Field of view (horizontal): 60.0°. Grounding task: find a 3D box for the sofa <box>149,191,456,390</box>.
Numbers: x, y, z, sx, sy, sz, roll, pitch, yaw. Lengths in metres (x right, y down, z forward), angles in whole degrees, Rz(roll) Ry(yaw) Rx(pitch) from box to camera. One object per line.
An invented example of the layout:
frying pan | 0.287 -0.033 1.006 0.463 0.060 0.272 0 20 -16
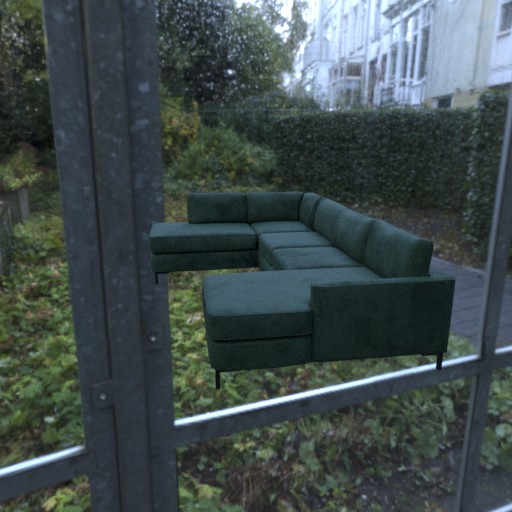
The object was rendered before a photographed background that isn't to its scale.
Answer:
sofa | 0.000 0.000 3.948 1.992 0.861 2.994 -2 15 -9
